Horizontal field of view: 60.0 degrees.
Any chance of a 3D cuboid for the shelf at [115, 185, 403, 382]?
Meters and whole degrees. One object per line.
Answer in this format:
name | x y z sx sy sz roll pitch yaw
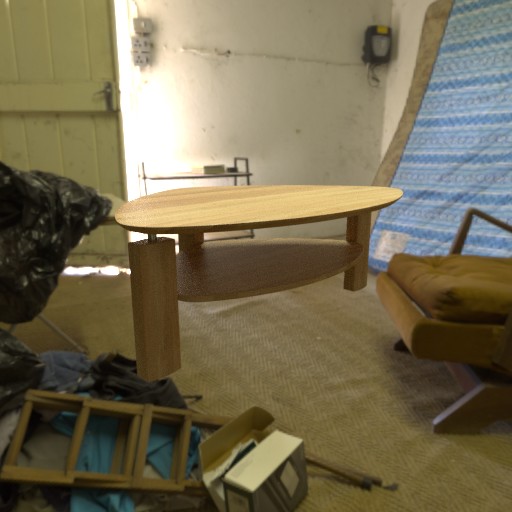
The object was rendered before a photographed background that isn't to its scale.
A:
shelf | 0.000 0.000 1.624 0.863 0.439 1.240 13 19 42
